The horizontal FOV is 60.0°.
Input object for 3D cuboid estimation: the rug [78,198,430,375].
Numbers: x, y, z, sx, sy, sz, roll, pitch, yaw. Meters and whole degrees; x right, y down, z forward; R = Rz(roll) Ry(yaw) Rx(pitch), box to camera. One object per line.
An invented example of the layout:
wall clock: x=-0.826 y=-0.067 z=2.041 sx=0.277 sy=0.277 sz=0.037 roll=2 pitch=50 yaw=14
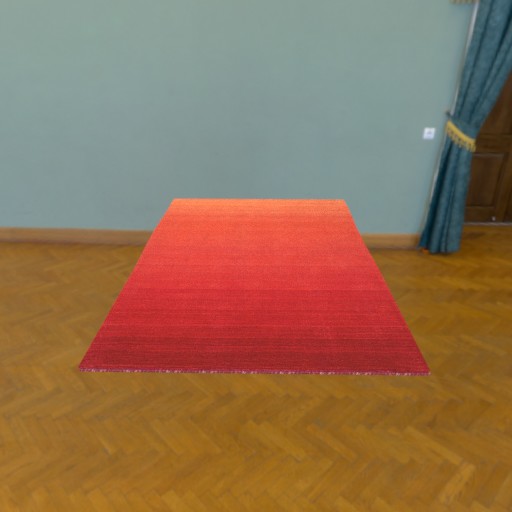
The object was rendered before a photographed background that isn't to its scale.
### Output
rug: x=0.000 y=0.000 z=2.346 sx=1.230 sy=0.018 sz=1.835 roll=0 pitch=26 yaw=1
